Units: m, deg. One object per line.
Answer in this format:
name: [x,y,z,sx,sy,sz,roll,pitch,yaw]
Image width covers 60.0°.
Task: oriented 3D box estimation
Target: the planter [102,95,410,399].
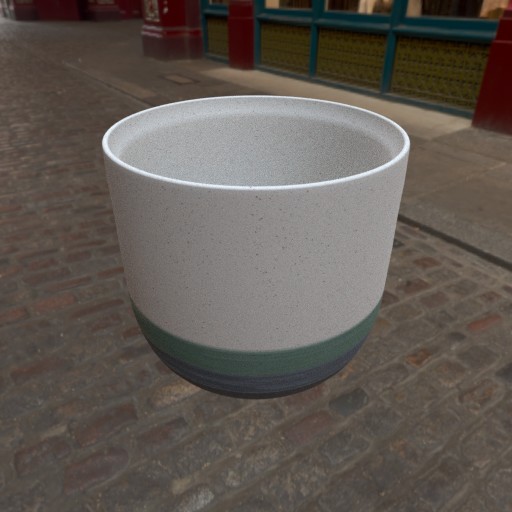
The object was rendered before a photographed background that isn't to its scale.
planter: [0.000,0.000,0.469,0.268,0.270,0.268,0,32,0]
